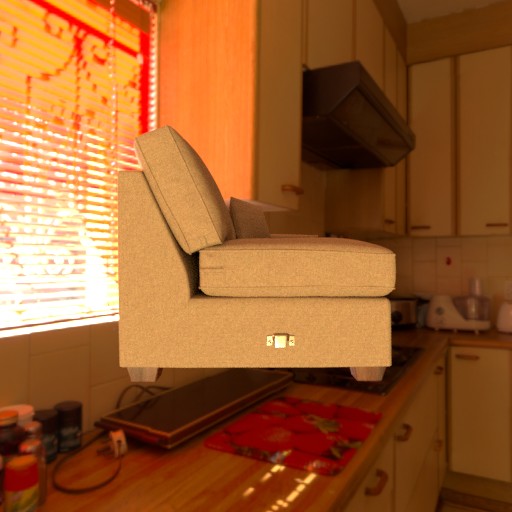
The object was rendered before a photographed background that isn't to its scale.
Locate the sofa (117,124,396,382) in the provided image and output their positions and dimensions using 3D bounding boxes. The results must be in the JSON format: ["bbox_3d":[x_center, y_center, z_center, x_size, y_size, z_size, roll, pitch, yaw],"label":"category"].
[{"bbox_3d":[0.000,0.000,2.558,1.034,0.946,1.963,0,-1,-1],"label":"sofa"}]
